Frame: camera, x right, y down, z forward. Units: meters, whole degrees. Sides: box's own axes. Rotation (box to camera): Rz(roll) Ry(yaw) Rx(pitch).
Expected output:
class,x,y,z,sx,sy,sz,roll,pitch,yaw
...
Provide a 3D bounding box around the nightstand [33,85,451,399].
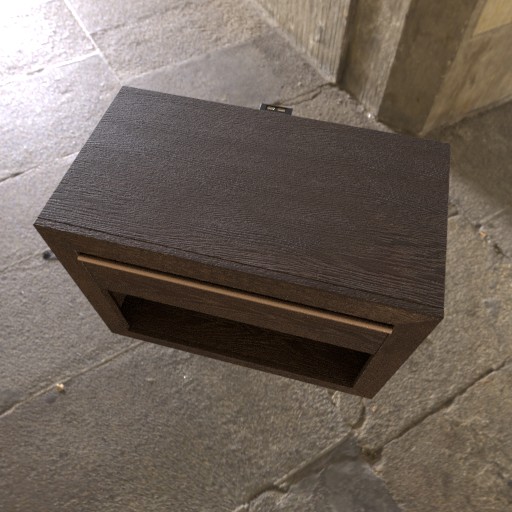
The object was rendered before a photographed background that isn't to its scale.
class,x,y,z,sx,sy,sz,roll,pitch,yaw
nightstand,0.000,0.000,1.175,0.775,0.612,0.457,13,59,8
